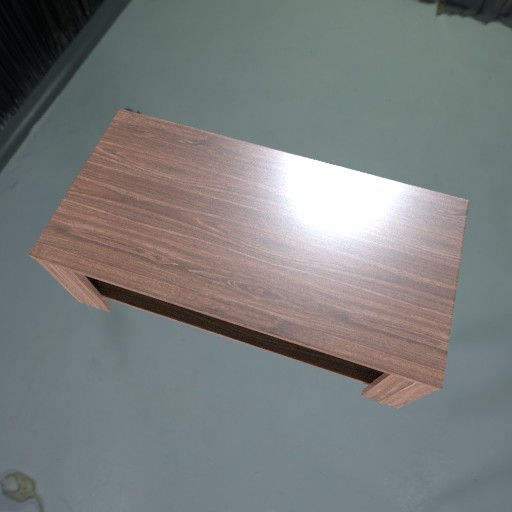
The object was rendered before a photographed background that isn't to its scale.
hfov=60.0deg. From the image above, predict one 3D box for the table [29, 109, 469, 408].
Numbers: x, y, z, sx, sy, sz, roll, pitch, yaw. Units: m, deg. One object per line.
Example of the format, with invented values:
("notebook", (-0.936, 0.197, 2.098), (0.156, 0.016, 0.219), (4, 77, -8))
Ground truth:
("table", (0.000, 0.000, 1.517), (1.200, 0.400, 0.600), (17, 65, 8))
